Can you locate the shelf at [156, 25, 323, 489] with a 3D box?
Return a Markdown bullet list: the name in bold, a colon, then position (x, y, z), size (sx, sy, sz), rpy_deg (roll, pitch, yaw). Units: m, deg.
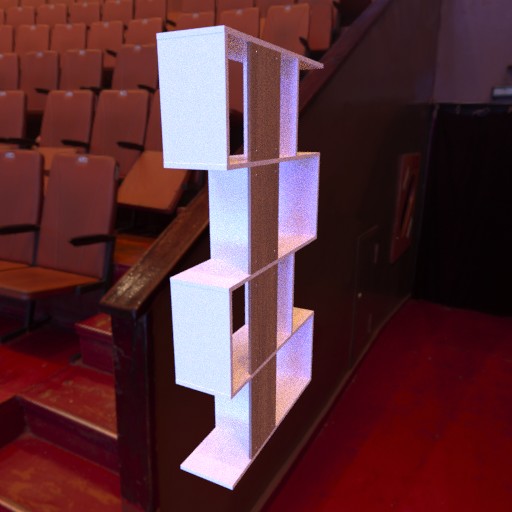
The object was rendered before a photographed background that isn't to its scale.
- **shelf**: position (0.000, 0.000, 1.948), size (0.250, 1.650, 0.890), rpy_deg (8, 18, 26)
